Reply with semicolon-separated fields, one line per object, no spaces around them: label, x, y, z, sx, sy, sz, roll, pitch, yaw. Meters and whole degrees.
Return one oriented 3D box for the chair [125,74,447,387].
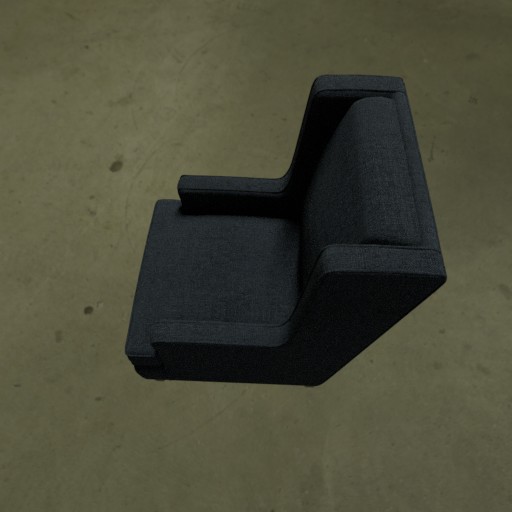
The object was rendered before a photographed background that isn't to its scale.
chair;0.000;0.000;1.697;0.947;1.072;0.764;2;57;1
